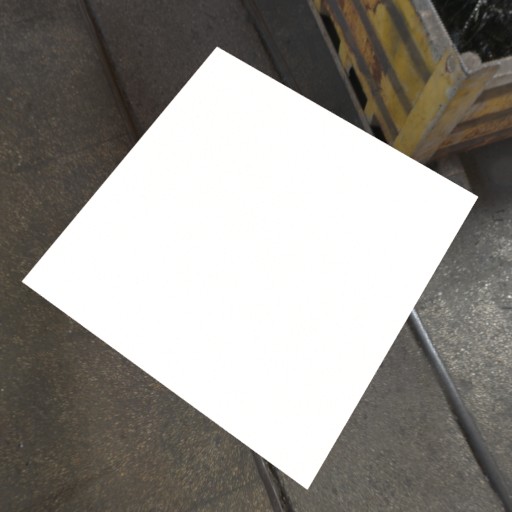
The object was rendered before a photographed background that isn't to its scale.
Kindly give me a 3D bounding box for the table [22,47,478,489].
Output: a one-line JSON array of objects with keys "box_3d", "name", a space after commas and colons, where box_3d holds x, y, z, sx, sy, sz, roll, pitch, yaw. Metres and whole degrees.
[{"box_3d": [0.000, 0.000, 1.083, 0.700, 0.289, 0.700, 33, 77, 9], "name": "table"}]
